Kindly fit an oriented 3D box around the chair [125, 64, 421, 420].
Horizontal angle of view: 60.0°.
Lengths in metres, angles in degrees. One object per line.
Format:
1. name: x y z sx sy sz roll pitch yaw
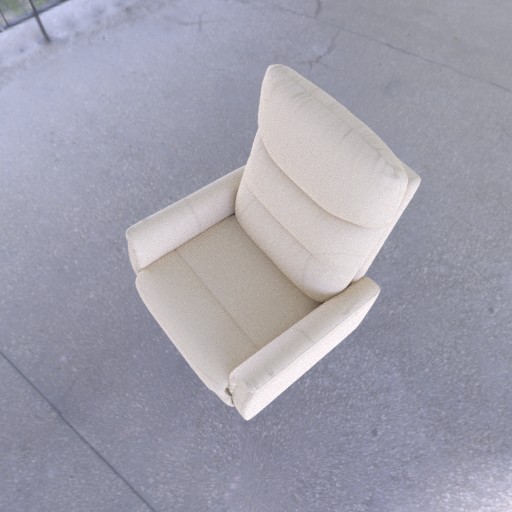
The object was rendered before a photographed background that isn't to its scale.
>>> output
1. chair: 0.000 0.000 1.634 0.831 1.082 0.775 -36 69 -17
